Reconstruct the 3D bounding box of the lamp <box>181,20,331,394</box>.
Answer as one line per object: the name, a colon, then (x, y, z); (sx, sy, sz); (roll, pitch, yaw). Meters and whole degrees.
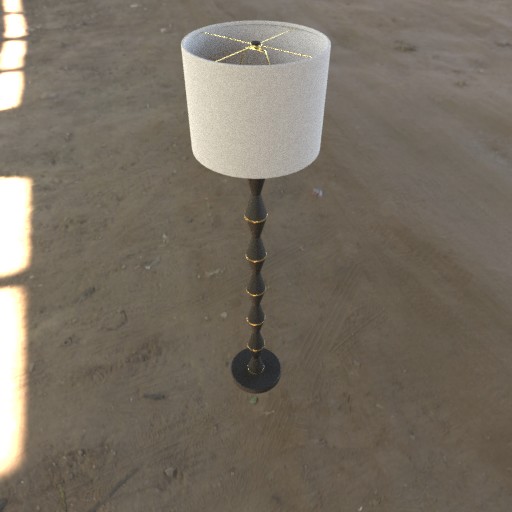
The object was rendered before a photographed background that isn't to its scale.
lamp: (0.000, 0.000, 1.627); (0.381, 1.480, 0.381); (26, 48, 26)
